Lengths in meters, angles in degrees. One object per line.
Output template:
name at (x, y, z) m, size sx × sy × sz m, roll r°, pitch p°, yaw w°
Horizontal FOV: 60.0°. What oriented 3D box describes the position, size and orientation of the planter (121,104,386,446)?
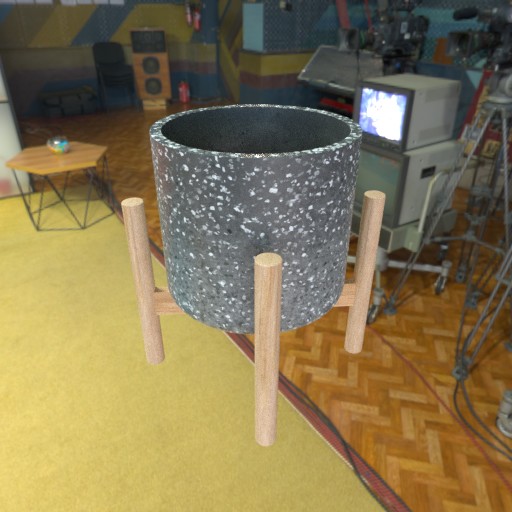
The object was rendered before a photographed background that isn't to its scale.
planter at (0.000, 0.000, 0.552) m, size 0.284 × 0.320 × 0.284 m, roll 9°, pitch 31°, yaw 16°
